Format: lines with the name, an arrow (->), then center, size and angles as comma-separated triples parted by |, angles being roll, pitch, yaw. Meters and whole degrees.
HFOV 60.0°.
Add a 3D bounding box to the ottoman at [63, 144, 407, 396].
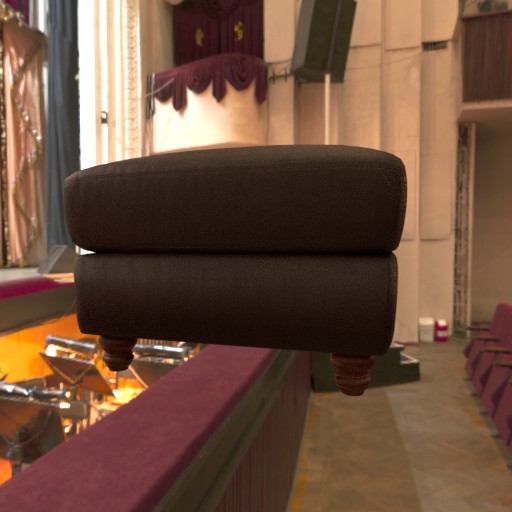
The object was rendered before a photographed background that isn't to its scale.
ottoman -> 0.000, 0.000, 1.262 | 0.806, 0.569, 0.670 | 1, 2, 17
